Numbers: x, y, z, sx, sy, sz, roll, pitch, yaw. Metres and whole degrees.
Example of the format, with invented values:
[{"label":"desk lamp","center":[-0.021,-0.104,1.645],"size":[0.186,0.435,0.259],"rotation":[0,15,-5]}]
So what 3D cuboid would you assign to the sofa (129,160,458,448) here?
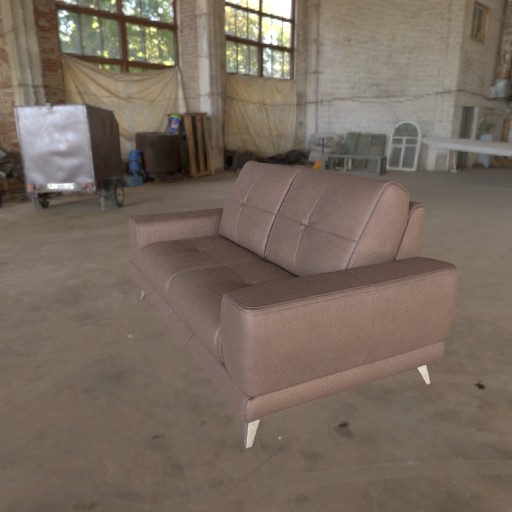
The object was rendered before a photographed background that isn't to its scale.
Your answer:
[{"label":"sofa","center":[0.000,0.000,2.375],"size":[1.018,0.907,1.806],"rotation":[-8,18,-26]}]
